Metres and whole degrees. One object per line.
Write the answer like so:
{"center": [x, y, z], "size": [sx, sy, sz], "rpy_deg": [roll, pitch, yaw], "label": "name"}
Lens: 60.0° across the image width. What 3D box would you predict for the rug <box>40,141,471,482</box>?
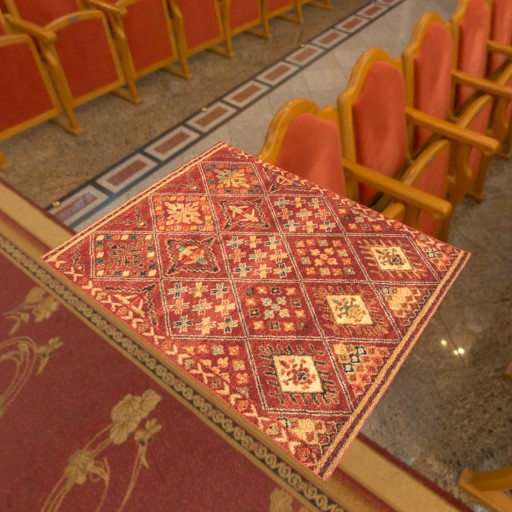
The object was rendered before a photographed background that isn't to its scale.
{"center": [0.000, 0.000, 4.062], "size": [3.086, 0.030, 2.489], "rpy_deg": [30, 54, 25], "label": "rug"}
